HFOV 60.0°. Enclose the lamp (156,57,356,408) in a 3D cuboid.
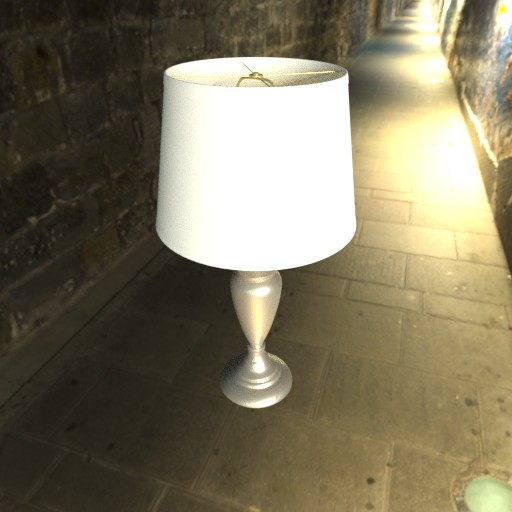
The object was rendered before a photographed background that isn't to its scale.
[{"bbox_3d":[0.000,0.000,0.780,0.328,0.612,0.328,0,31,0],"label":"lamp"}]
